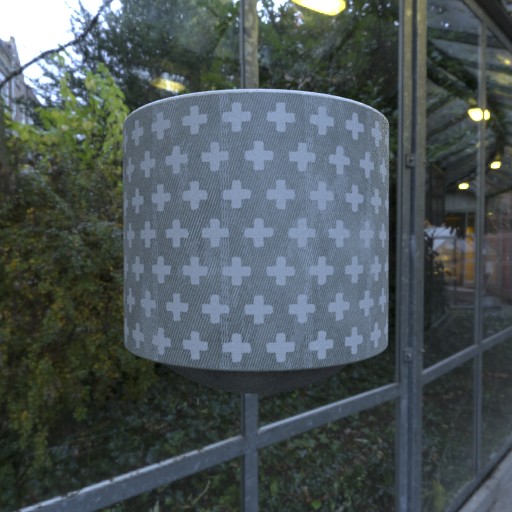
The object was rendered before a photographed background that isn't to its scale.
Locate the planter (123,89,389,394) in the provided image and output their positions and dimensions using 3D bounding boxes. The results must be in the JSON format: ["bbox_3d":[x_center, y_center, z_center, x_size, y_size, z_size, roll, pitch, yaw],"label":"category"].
[{"bbox_3d":[0.000,0.000,0.437,0.250,0.239,0.250,0,1,0],"label":"planter"}]
